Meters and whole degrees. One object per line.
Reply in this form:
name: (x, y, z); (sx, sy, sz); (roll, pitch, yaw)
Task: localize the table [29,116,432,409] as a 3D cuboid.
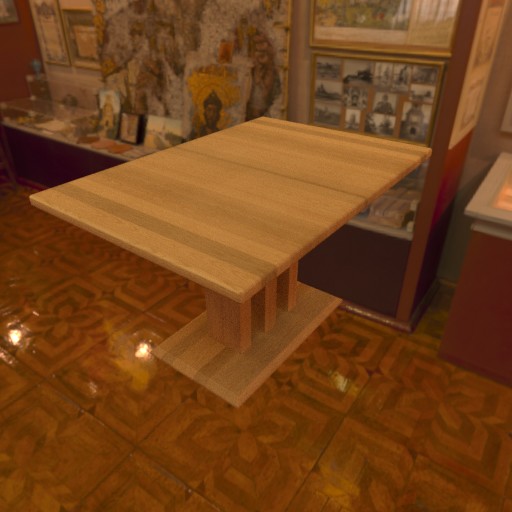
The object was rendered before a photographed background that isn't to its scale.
table: (0.000, 0.000, 1.867); (0.900, 0.770, 1.300); (21, 37, 31)
